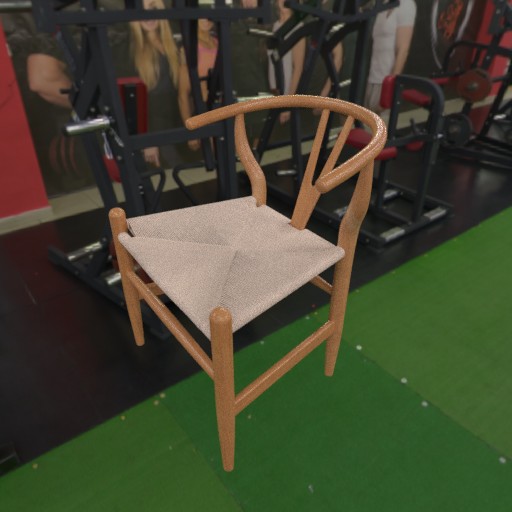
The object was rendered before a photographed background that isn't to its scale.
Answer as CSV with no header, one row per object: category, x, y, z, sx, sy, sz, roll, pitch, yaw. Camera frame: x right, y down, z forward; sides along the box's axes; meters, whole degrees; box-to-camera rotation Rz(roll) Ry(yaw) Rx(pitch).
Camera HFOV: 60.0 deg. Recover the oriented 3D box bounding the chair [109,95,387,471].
chair,0.000,0.000,1.184,0.579,0.730,0.569,-21,37,-30
